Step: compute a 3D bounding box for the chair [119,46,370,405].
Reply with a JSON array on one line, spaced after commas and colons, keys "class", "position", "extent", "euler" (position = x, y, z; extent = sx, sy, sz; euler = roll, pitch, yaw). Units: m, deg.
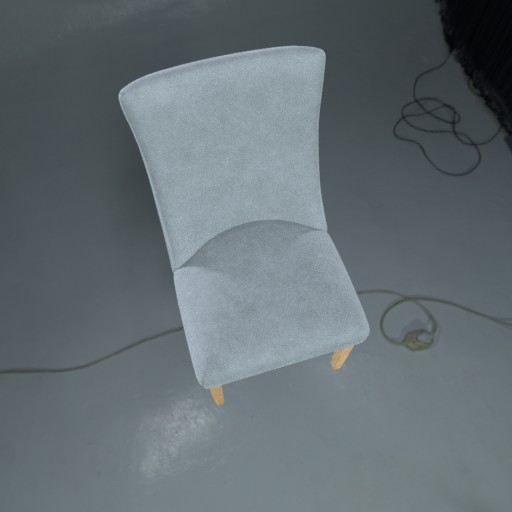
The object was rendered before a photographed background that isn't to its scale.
[{"class": "chair", "position": [0.000, 0.000, 1.267], "extent": [0.495, 0.902, 0.610], "euler": [-15, 64, -7]}]
